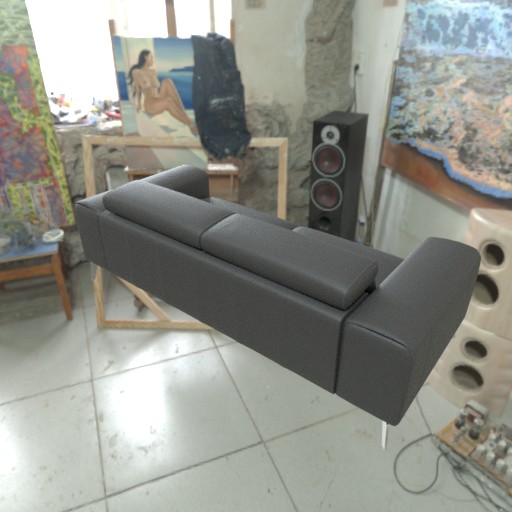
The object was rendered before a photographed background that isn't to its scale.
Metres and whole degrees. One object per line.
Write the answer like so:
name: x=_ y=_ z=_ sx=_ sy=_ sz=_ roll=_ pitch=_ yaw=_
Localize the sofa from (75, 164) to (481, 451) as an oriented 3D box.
sofa: x=0.000 y=0.000 z=2.746 sx=2.321 sy=0.759 sz=1.023 roll=22 pitch=36 yaw=32
